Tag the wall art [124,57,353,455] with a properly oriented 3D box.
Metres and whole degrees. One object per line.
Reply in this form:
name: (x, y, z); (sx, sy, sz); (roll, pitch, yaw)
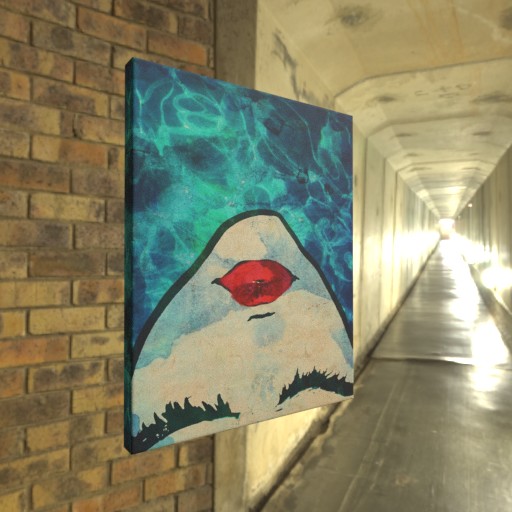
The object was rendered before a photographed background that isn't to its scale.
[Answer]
wall art: (0.000, 0.000, 0.866); (0.508, 0.635, 0.038); (0, -1, -35)
